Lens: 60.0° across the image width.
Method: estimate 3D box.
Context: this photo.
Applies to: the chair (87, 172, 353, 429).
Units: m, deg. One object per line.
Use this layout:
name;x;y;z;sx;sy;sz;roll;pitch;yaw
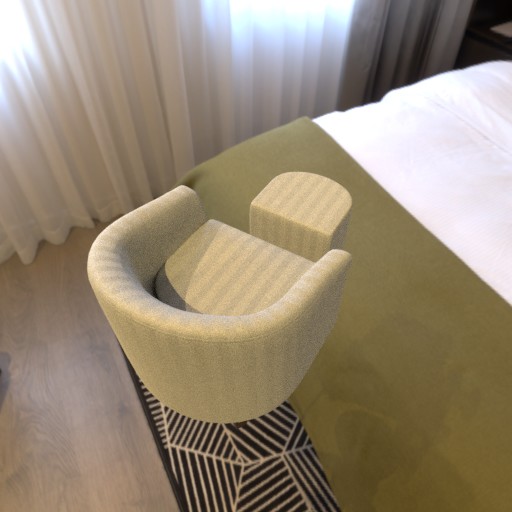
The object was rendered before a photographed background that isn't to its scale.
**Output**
chair;0.000;0.000;1.786;0.756;0.757;1.288;24;52;21
